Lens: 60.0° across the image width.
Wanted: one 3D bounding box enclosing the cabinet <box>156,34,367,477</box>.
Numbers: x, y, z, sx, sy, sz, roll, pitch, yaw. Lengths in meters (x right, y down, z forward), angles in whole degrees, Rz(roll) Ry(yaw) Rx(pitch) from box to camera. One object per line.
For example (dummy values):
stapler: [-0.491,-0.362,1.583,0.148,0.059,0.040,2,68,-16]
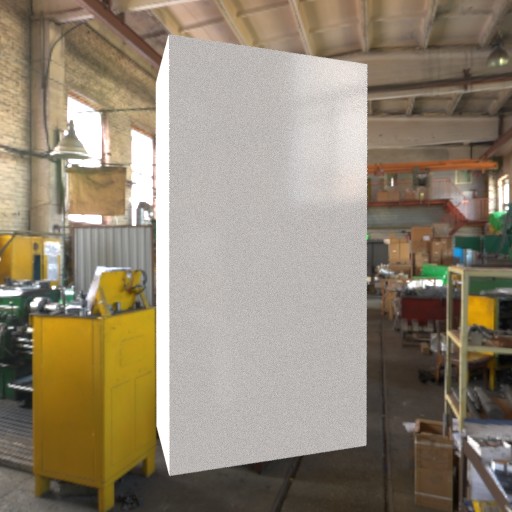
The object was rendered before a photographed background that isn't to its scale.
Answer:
cabinet: [0.000,0.000,2.346,0.980,1.920,0.580,0,1,-18]
